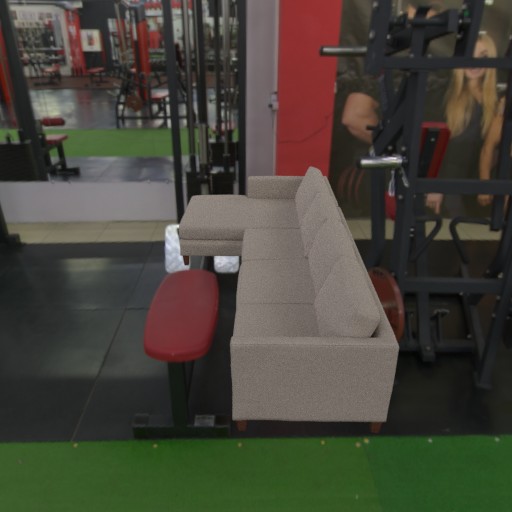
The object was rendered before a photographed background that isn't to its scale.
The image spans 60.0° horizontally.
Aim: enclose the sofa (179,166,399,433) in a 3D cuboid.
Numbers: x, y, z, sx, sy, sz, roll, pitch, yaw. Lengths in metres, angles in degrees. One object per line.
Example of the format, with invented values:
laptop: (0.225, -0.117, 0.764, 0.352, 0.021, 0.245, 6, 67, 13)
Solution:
sofa: (0.000, 0.000, 3.939, 1.625, 0.846, 3.186, 0, 27, 1)
